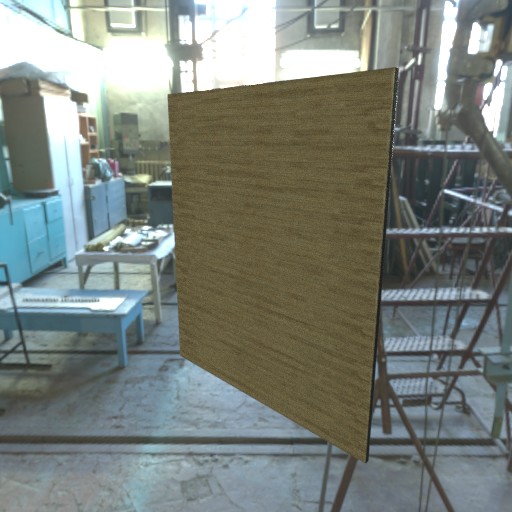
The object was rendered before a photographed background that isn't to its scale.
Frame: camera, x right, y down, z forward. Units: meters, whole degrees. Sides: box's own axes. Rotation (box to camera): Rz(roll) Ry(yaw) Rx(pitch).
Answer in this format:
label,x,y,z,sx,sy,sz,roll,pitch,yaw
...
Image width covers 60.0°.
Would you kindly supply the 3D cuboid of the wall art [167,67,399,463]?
label,x,y,z,sx,sy,sz,roll,pitch,yaw
wall art,0.000,0.000,0.768,0.009,0.559,0.483,-14,21,-43
